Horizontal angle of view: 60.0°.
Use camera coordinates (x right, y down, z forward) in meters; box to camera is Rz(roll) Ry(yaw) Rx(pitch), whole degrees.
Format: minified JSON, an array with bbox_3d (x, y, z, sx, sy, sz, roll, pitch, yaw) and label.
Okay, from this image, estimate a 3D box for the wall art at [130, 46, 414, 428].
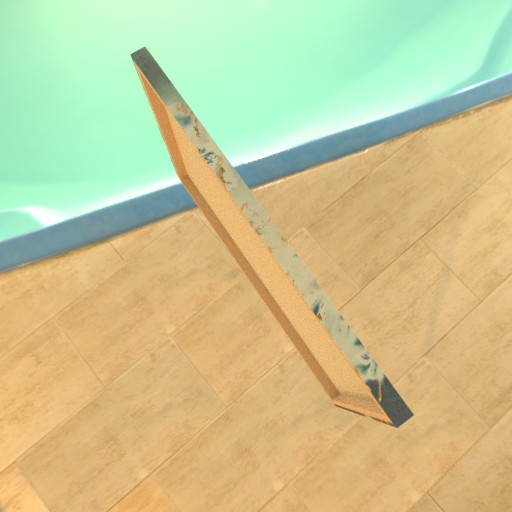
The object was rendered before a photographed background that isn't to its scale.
[{"bbox_3d":[0.000,0.000,1.151,0.038,0.608,0.912,-33,77,-9],"label":"wall art"}]
